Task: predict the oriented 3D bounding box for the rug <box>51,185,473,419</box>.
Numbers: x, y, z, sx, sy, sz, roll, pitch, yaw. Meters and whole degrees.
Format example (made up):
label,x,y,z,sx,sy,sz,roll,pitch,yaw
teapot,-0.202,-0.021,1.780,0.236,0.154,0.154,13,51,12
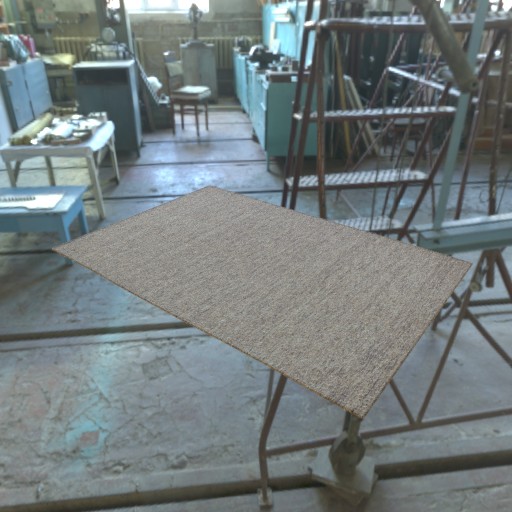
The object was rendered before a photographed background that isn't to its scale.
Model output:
label,x,y,z,sx,sy,sz,roll,pitch,yaw
rug,0.000,0.000,2.888,2.283,0.013,1.547,21,35,33
